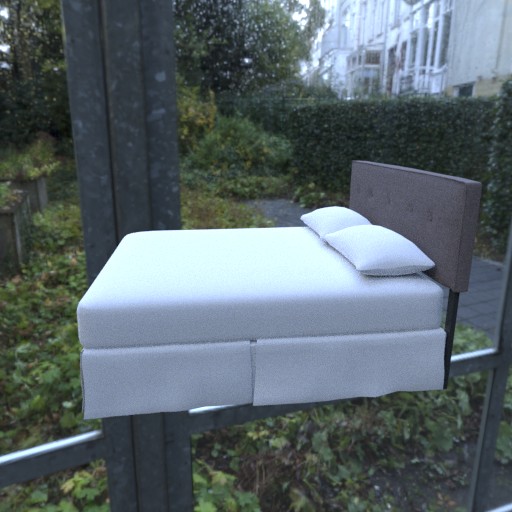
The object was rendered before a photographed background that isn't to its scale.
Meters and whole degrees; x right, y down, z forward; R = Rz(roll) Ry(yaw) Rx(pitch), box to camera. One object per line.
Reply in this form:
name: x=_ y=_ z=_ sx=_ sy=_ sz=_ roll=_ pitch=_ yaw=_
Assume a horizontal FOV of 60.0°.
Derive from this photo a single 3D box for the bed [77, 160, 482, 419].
bed: x=0.000 y=0.000 z=2.798 sx=1.894 sy=1.089 sz=1.610 roll=-2 pitch=16 yaw=-7
